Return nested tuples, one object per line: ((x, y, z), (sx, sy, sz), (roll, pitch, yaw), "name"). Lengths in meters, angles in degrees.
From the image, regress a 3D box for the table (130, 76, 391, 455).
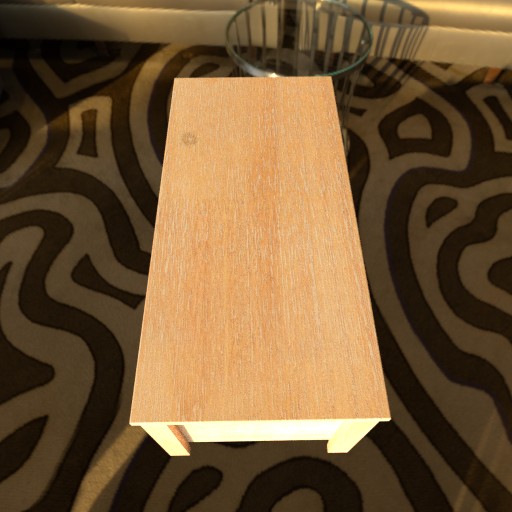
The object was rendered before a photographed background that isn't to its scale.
((0.000, 0.000, 1.283), (0.483, 0.457, 1.016), (-1, 57, -1), "table")
